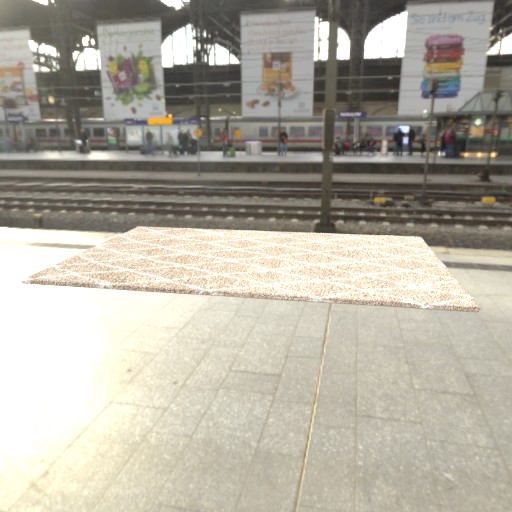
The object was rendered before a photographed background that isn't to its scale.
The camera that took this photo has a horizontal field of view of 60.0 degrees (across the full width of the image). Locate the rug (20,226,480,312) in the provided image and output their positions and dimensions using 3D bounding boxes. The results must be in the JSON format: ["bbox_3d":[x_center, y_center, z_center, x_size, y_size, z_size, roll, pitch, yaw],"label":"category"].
[{"bbox_3d":[0.000,0.000,3.422,2.743,0.030,1.778,3,15,10],"label":"rug"}]
